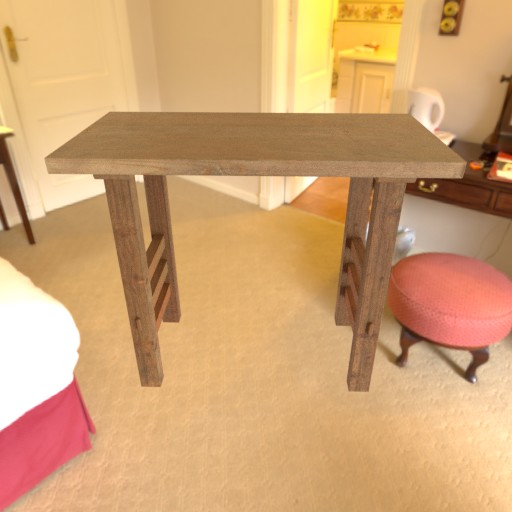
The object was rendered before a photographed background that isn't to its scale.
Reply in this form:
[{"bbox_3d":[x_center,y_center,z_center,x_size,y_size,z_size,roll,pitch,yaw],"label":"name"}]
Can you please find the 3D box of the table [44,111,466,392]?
[{"bbox_3d":[0.000,0.000,1.643,1.119,0.914,0.556,1,30,2],"label":"table"}]
